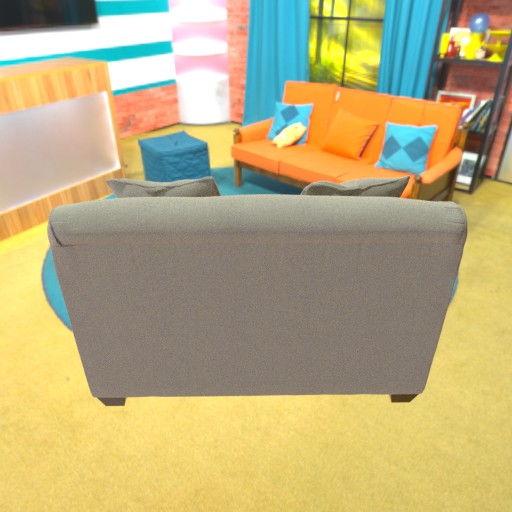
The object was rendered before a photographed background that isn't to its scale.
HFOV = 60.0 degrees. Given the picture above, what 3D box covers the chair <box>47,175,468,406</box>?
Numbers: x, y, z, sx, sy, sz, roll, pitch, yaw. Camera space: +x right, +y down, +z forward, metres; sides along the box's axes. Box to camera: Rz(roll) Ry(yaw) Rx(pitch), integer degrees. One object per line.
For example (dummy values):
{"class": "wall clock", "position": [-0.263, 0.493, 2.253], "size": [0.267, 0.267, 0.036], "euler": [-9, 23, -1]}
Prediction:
{"class": "chair", "position": [0.000, 0.000, 2.030], "size": [1.383, 0.948, 1.000], "euler": [0, 32, -1]}
